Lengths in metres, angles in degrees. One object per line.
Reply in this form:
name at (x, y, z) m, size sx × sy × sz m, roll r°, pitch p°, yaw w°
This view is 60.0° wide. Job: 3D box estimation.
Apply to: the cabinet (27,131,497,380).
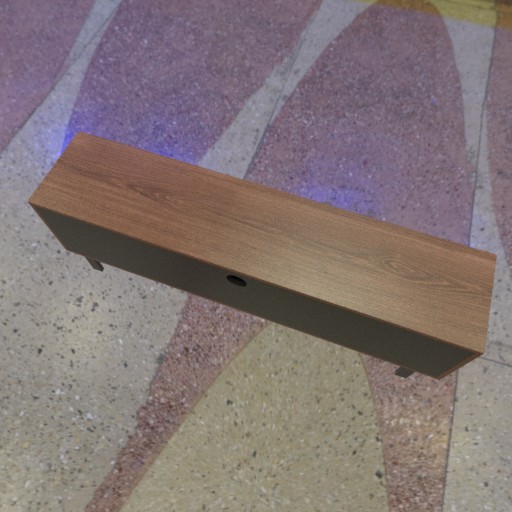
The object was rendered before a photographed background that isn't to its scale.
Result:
cabinet at (0.000, 0.000, 1.810) m, size 1.650 × 0.500 × 0.400 m, roll 18°, pitch 64°, yaw 9°
